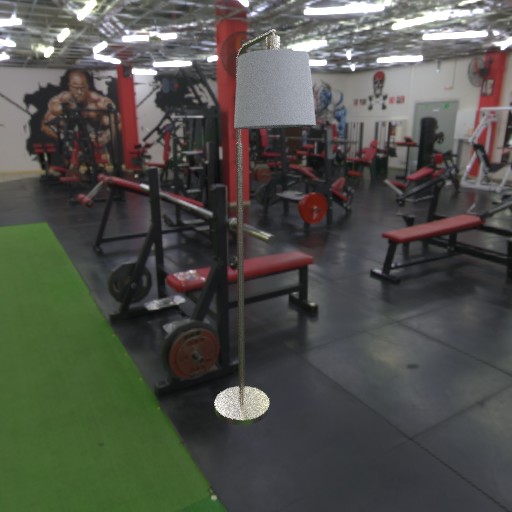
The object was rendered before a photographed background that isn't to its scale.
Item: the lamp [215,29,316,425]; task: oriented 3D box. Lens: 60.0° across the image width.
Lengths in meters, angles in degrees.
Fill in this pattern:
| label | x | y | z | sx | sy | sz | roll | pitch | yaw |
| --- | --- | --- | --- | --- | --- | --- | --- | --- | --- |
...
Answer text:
| label | x | y | z | sx | sy | sz | roll | pitch | yaw |
| --- | --- | --- | --- | --- | --- | --- | --- | --- | --- |
| lamp | 0.000 | 0.000 | 1.636 | 0.254 | 1.478 | 0.508 | -9 | 20 | -27 |
